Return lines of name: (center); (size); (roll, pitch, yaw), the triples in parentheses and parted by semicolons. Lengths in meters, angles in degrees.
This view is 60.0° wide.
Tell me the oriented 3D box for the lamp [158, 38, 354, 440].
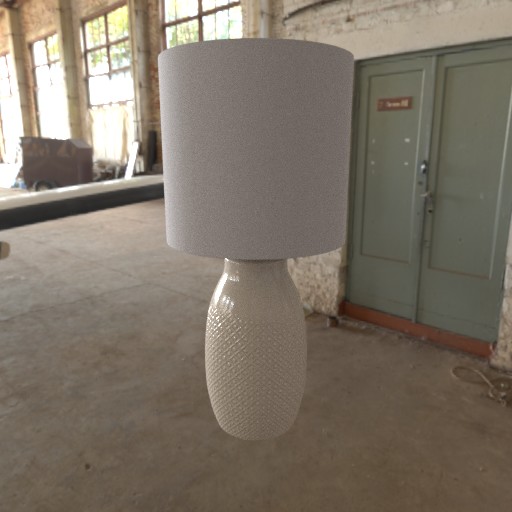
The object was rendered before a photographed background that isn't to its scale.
lamp: (0.000, 0.000, 0.553); (0.217, 0.453, 0.217); (-2, 14, -9)
